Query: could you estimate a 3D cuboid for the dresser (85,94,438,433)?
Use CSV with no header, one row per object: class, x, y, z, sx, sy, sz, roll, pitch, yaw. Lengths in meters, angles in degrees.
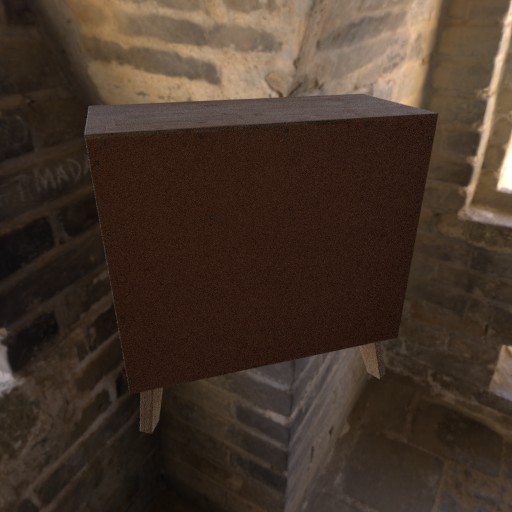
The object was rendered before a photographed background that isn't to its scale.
dresser,0.000,0.000,1.617,0.998,1.029,0.455,-8,28,-15
